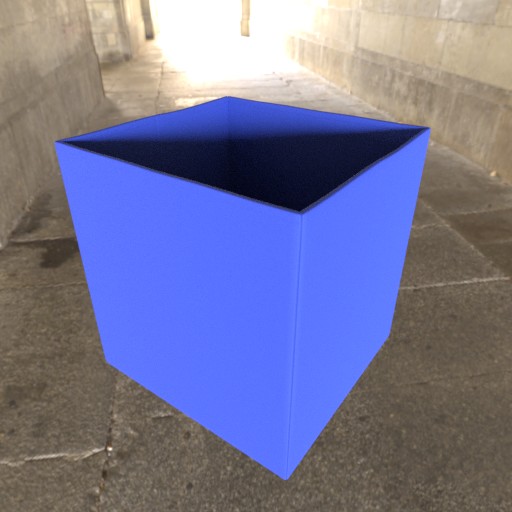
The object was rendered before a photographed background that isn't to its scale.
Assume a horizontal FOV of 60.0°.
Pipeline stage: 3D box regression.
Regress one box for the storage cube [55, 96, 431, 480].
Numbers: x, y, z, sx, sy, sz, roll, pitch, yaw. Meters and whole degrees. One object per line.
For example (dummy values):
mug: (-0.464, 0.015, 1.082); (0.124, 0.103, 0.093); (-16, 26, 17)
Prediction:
storage cube: (0.000, 0.000, 0.502); (0.270, 0.280, 0.270); (21, 37, 30)
